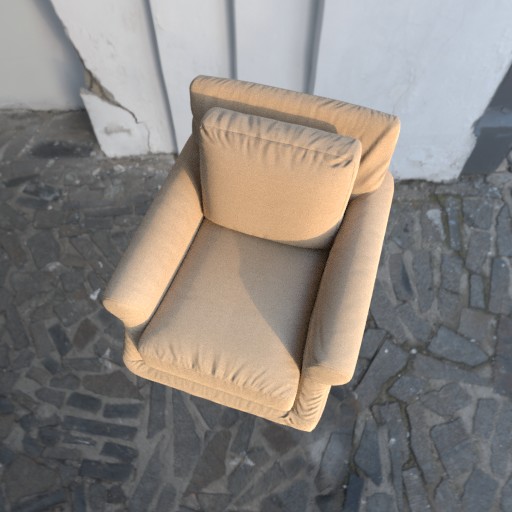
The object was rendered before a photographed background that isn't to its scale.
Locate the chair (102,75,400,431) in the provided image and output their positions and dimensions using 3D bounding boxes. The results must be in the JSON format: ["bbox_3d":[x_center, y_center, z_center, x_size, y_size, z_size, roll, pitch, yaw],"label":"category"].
[{"bbox_3d":[0.000,0.000,1.791,0.940,0.866,1.066,15,59,9],"label":"chair"}]
